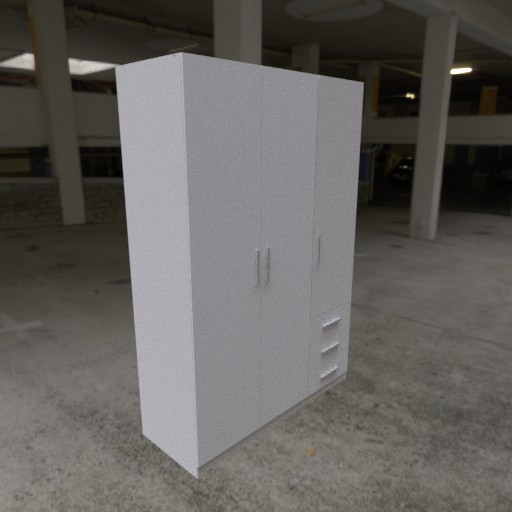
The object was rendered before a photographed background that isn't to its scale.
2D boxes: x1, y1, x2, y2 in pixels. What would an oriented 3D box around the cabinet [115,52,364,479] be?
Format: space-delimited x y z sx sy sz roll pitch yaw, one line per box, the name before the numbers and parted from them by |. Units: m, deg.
cabinet | 0.000 0.000 2.511 0.510 1.910 1.290 14 20 42
